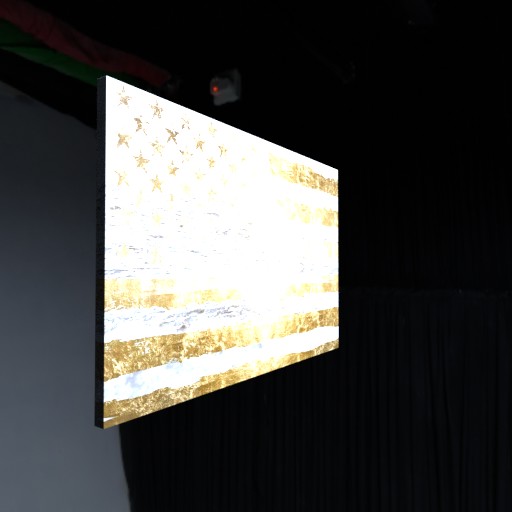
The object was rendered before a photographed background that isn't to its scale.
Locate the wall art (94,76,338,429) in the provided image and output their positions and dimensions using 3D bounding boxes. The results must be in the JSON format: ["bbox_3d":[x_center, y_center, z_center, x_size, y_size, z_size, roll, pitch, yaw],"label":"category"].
[{"bbox_3d":[0.000,0.000,1.150,0.027,0.610,0.932,-1,-2,36],"label":"wall art"}]
